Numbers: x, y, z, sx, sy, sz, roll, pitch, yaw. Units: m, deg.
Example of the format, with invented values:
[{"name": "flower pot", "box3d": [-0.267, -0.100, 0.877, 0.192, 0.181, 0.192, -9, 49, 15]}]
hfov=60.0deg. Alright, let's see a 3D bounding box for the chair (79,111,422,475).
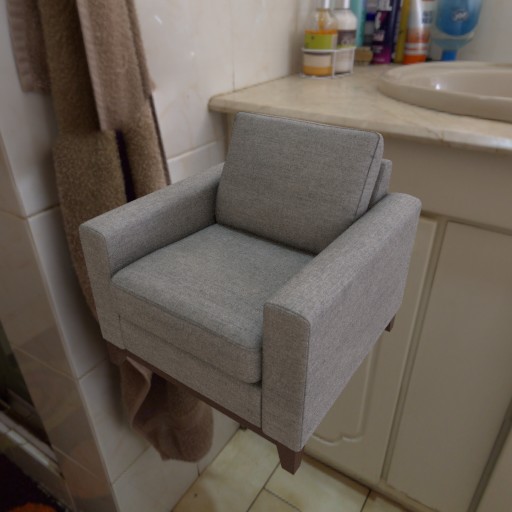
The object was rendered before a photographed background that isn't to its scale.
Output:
[{"name": "chair", "box3d": [0.000, 0.000, 1.879, 1.024, 1.010, 1.038, 20, 36, 30]}]
